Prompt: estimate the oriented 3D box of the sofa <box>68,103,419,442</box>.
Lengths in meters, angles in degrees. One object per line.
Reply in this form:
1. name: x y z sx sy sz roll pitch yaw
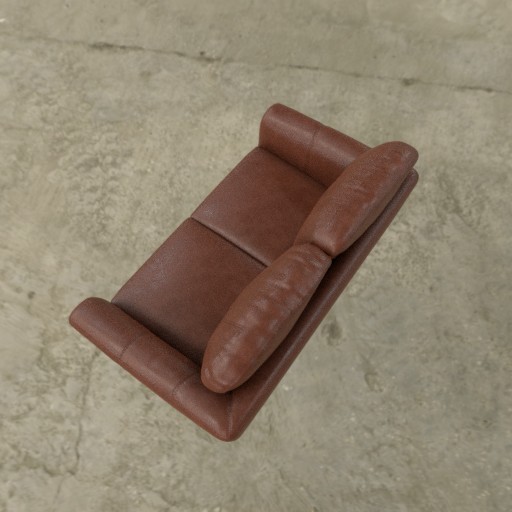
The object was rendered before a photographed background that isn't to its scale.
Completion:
1. sofa: 0.000 0.000 1.947 0.805 0.906 1.406 34 68 15
